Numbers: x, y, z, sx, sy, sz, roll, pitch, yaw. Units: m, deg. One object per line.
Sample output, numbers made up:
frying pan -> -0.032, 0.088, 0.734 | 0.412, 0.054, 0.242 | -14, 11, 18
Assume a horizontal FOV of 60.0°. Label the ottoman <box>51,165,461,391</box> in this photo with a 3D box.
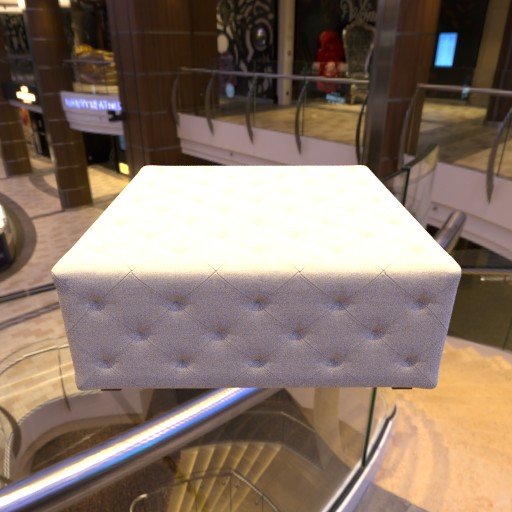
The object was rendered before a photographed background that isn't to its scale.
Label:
ottoman -> 0.000, 0.000, 1.628 | 1.028, 0.439, 1.028 | 0, 26, 0
